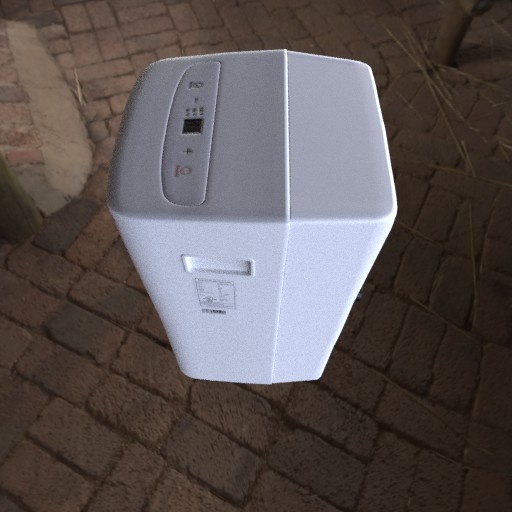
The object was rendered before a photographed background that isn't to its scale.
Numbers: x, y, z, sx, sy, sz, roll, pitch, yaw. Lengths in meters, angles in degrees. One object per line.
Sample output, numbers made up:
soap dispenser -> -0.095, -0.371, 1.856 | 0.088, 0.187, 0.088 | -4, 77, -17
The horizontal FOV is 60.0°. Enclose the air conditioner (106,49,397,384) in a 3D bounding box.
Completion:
air conditioner -> 0.000, 0.000, 0.791 | 0.349, 0.606, 0.304 | 1, 58, 1
